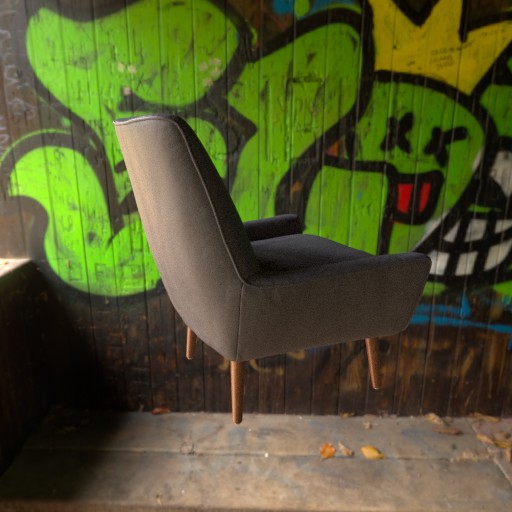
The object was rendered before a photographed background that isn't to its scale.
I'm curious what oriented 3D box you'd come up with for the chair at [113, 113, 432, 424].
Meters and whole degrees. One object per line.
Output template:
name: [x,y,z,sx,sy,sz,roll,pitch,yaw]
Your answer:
chair: [0.000,0.000,1.478,0.822,0.888,0.787,-8,17,-26]
